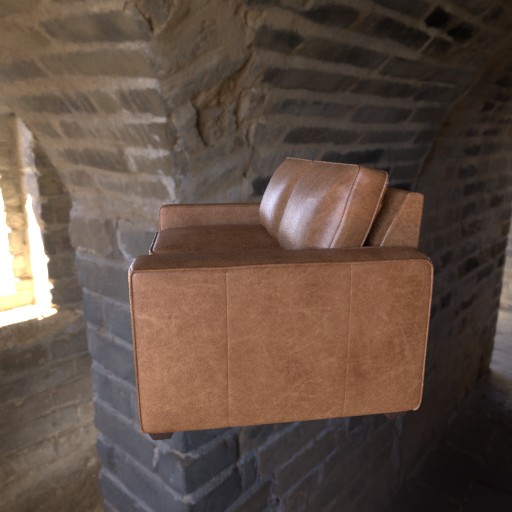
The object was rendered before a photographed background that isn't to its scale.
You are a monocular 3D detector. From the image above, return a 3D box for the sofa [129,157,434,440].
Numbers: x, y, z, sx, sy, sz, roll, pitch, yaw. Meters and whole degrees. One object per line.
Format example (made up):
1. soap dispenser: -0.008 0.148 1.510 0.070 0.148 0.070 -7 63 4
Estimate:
1. sofa: 0.000 0.000 2.118 1.020 0.896 1.532 -2 14 -8
